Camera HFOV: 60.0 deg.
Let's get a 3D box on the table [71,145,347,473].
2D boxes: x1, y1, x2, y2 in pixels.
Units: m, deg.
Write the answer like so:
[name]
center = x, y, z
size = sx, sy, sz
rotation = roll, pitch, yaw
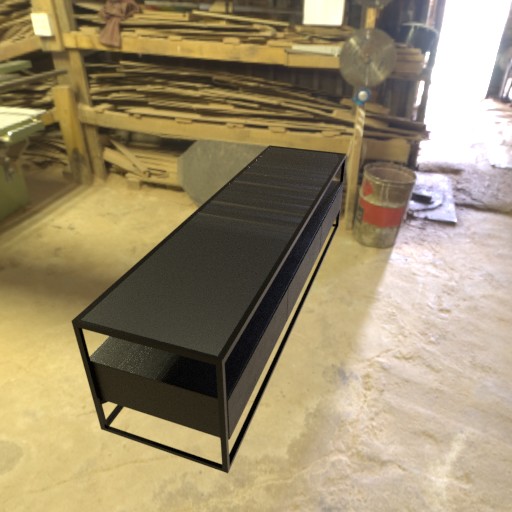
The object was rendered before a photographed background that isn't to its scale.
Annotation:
[table]
center = 0.000, 0.000, 1.701
size = 0.399, 0.395, 1.486
rotation = 11, 33, 17
